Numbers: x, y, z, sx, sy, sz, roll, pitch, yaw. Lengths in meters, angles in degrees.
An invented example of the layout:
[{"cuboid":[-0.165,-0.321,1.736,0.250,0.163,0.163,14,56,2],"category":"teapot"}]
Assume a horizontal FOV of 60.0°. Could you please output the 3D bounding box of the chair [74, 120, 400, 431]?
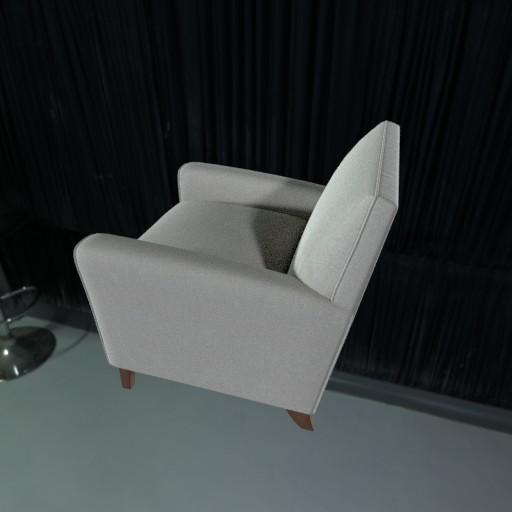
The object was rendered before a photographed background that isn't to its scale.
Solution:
[{"cuboid":[0.000,0.000,1.599,0.871,0.846,0.840,8,31,14],"category":"chair"}]
